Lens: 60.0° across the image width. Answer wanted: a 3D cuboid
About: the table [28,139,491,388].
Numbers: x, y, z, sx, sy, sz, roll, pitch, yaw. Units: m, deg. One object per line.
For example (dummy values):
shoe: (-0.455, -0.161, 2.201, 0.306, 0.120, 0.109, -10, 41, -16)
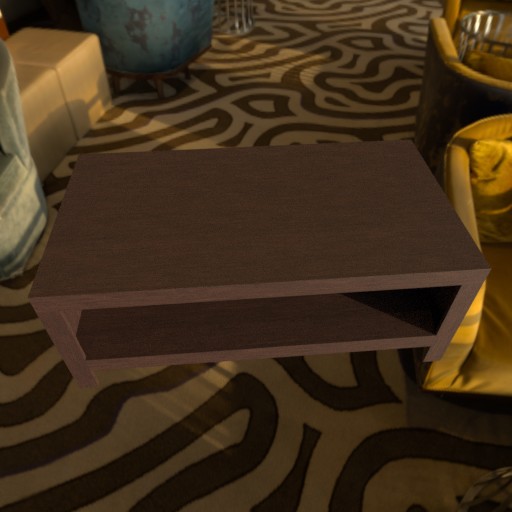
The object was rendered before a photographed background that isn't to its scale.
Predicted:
table: (0.000, 0.000, 1.406, 1.099, 0.424, 0.597, -3, 46, -3)
